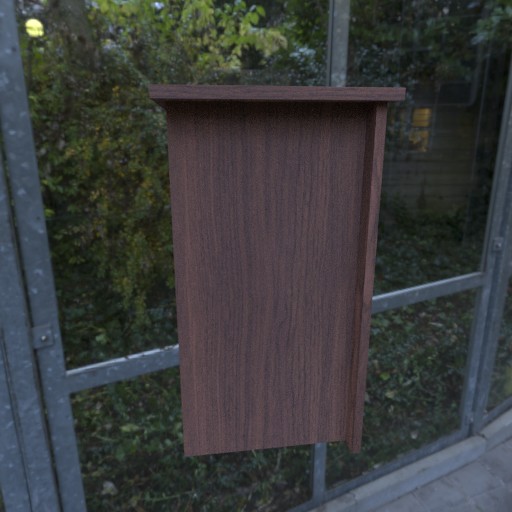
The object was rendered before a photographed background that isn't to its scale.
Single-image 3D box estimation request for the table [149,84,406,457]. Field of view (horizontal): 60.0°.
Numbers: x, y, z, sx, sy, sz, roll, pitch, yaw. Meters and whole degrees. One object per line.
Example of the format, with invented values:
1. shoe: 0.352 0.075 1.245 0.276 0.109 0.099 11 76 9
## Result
1. table: 0.000 0.000 1.059 0.406 0.711 0.589 -2 16 -8
